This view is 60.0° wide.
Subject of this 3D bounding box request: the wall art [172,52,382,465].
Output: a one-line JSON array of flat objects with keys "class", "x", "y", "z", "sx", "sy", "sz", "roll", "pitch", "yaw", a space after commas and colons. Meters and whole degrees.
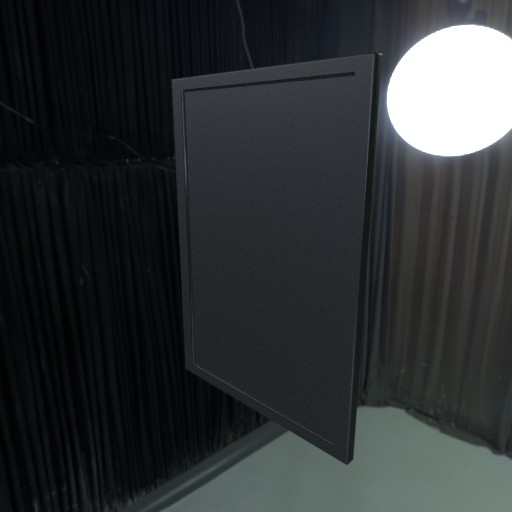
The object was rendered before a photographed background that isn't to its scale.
[{"class": "wall art", "x": 0.000, "y": 0.000, "z": 0.551, "sx": 0.303, "sy": 0.431, "sz": 0.013, "roll": 15, "pitch": 22, "yaw": 42}]
